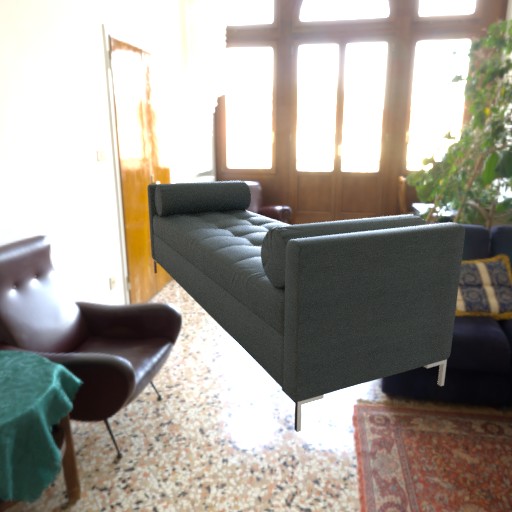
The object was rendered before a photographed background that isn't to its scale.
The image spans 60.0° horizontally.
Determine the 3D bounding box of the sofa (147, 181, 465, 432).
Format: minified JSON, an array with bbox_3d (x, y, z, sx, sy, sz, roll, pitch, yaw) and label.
[{"bbox_3d":[0.000,0.000,2.336,0.686,0.635,1.981,-7,16,-25],"label":"sofa"}]
